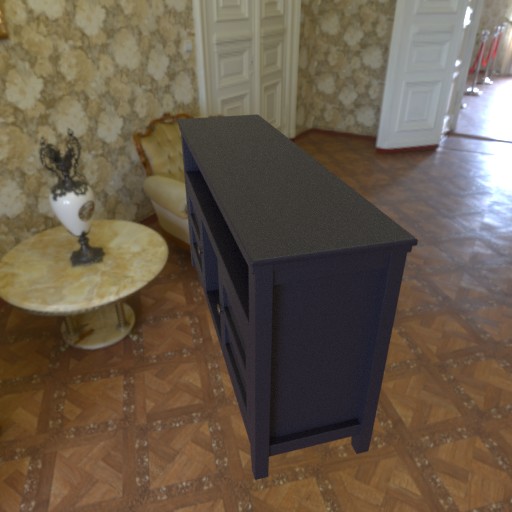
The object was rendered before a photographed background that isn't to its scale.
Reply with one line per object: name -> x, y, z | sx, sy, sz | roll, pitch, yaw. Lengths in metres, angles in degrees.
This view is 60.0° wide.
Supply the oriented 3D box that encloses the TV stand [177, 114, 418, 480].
TV stand -> 0.000, 0.000, 1.518 | 0.347, 0.681, 1.198 | -8, 31, -13
